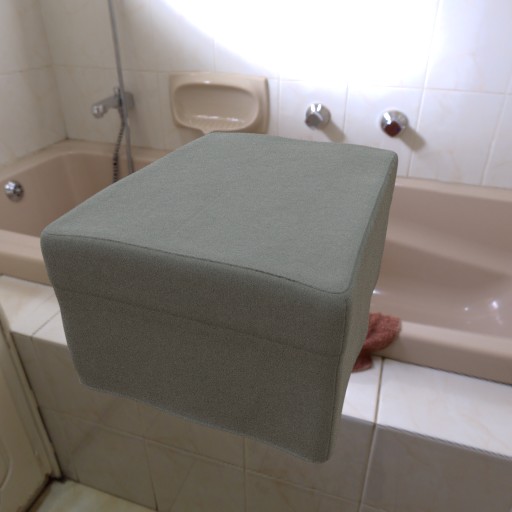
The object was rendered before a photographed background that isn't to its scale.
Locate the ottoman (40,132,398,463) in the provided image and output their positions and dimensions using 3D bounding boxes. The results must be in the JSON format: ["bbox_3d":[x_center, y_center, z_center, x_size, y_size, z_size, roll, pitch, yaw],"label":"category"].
[{"bbox_3d":[0.000,0.000,1.224,0.648,0.461,0.833,11,32,18],"label":"ottoman"}]
